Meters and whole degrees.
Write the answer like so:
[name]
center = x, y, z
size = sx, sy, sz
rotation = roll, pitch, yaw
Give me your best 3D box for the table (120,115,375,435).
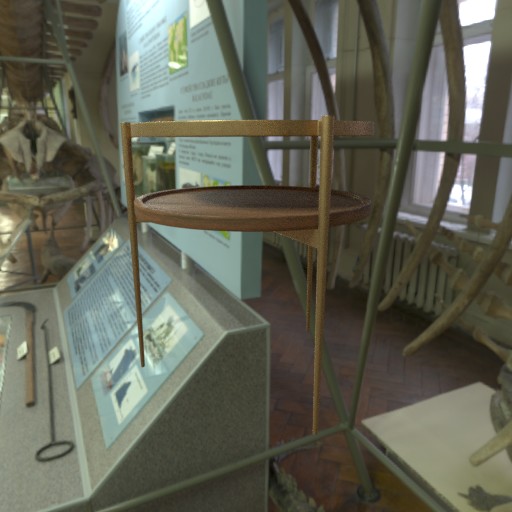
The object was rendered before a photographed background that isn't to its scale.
[table]
center = 0.000, 0.000, 0.846
size = 0.430, 0.493, 0.456
rotation = -7, 16, -25
